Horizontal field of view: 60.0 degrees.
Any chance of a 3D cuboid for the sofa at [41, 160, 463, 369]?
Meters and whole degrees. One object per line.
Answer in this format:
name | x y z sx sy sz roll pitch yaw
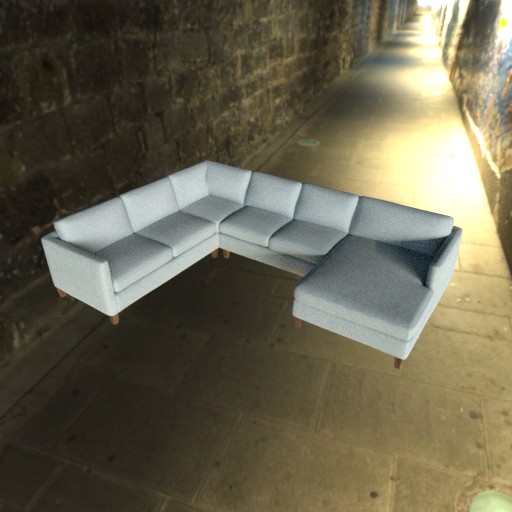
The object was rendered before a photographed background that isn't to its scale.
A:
sofa | 0.000 0.000 4.500 3.403 0.889 2.551 19 35 29
